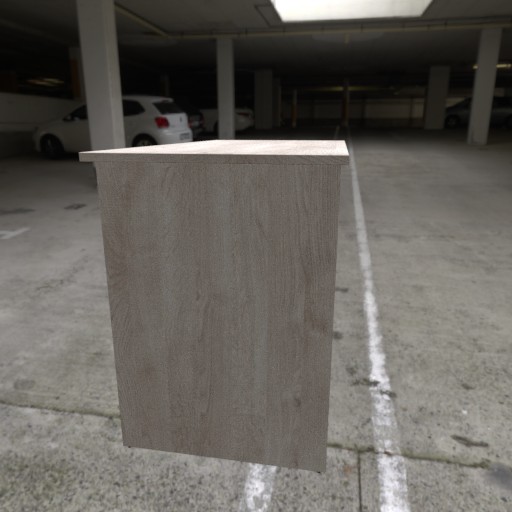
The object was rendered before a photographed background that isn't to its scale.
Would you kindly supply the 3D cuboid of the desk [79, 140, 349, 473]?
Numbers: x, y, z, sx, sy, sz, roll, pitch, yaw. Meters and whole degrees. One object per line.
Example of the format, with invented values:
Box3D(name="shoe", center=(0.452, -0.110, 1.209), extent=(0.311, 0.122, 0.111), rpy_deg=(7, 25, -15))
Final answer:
Box3D(name="desk", center=(0.000, 0.000, 1.506), extent=(0.560, 0.735, 1.097), rpy_deg=(3, 16, 10))
